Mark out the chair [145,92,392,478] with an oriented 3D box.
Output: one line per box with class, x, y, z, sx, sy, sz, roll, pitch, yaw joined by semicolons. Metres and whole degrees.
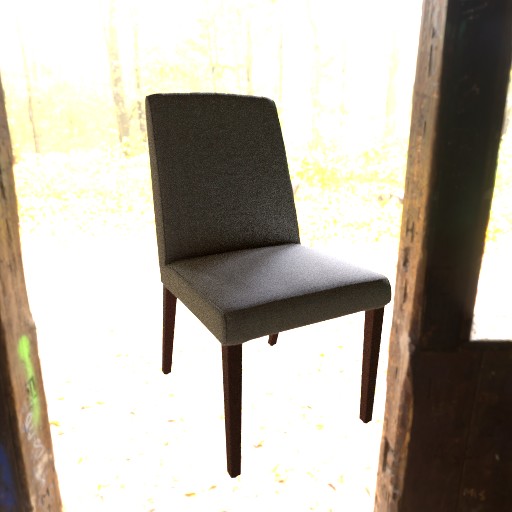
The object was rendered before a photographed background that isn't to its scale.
chair;0.000;0.000;1.253;0.480;0.900;0.594;-9;19;-28
